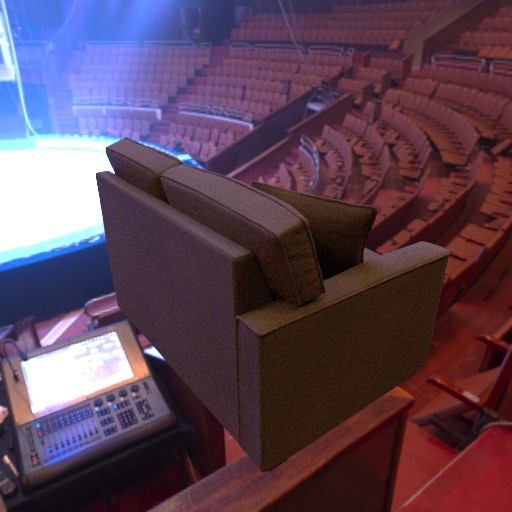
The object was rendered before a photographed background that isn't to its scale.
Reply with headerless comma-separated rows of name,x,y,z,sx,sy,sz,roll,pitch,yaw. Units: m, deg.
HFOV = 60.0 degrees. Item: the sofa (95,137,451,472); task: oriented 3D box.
sofa,0.000,0.000,2.094,0.991,0.989,1.388,-18,31,-33
